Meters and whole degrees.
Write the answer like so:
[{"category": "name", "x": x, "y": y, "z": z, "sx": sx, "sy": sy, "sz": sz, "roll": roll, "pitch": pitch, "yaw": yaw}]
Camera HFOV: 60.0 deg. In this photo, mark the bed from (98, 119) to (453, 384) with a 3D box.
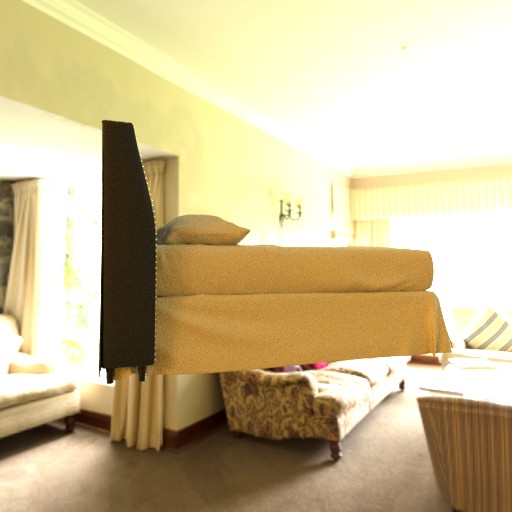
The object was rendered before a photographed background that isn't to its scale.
[{"category": "bed", "x": 0.000, "y": 0.000, "z": 3.422, "sx": 2.276, "sy": 1.332, "sz": 1.925, "roll": 0, "pitch": -1, "yaw": -19}]
